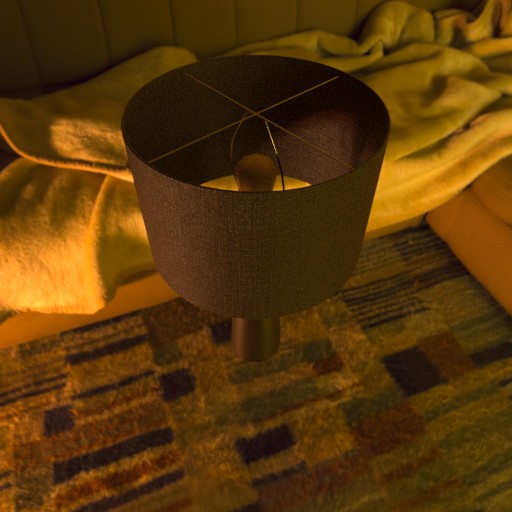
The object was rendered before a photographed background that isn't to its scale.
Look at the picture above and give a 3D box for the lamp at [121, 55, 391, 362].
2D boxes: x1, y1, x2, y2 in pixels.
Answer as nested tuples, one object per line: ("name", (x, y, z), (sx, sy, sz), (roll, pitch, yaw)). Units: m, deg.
("lamp", (0.000, 0.000, 0.684), (0.303, 0.488, 0.303), (0, 47, 0))
